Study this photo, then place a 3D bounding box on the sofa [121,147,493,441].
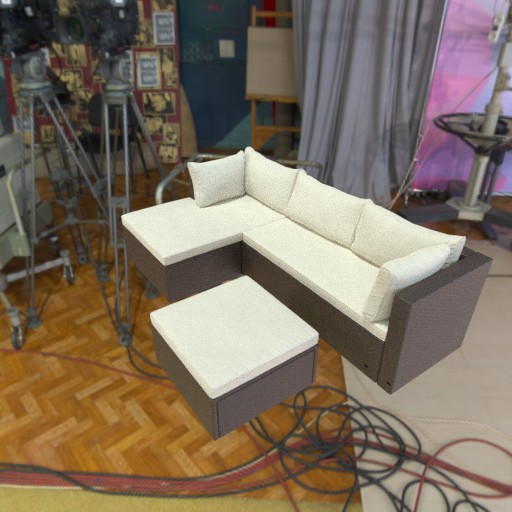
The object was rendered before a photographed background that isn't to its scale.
[{"bbox_3d":[0.000,0.000,2.891,1.612,0.766,2.192,-20,37,-30],"label":"sofa"}]
